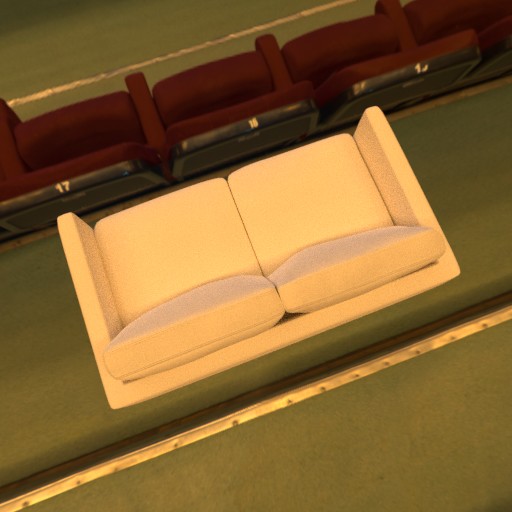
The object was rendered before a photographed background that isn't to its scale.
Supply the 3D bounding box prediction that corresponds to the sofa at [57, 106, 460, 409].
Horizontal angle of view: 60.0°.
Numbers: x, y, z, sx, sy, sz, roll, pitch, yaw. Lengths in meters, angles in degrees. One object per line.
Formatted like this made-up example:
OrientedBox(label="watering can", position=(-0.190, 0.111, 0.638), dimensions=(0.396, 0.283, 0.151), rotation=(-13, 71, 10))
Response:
OrientedBox(label="sofa", position=(0.000, 0.000, 2.294), dimensions=(1.702, 0.888, 0.964), rotation=(-20, 78, -5))
